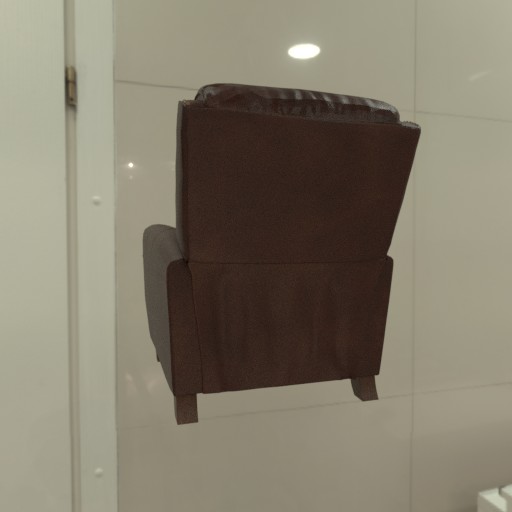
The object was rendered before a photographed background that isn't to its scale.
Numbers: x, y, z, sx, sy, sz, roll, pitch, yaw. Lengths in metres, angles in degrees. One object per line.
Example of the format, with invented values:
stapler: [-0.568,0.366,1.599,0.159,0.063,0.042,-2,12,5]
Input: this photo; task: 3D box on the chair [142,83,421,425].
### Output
chair: [0.000,0.000,1.758,0.826,1.022,1.089,-1,2,-17]
